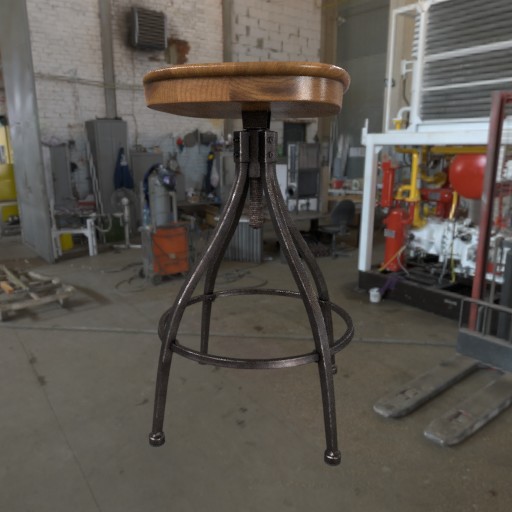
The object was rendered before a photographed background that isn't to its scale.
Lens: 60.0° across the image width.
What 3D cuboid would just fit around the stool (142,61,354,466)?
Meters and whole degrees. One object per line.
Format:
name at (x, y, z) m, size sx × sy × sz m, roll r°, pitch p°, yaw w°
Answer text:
stool at (0.000, 0.000, 0.941) m, size 0.424 × 0.694 × 0.432 m, roll 2°, pitch 14°, yaw 9°
